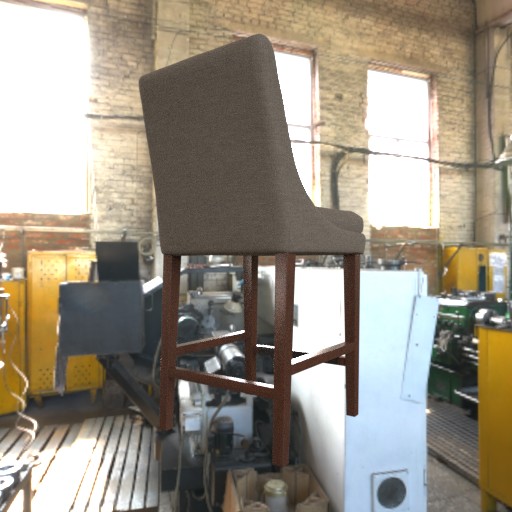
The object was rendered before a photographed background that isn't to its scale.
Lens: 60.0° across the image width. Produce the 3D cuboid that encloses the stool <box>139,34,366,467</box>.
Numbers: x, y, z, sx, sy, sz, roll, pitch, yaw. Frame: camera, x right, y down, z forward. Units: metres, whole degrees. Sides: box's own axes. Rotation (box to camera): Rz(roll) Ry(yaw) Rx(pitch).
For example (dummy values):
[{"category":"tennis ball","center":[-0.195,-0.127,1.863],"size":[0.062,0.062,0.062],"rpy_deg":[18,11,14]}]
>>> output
[{"category":"stool","center":[0.000,0.000,1.294],"size":[0.470,0.981,0.577],"rpy_deg":[-1,-1,35]}]
